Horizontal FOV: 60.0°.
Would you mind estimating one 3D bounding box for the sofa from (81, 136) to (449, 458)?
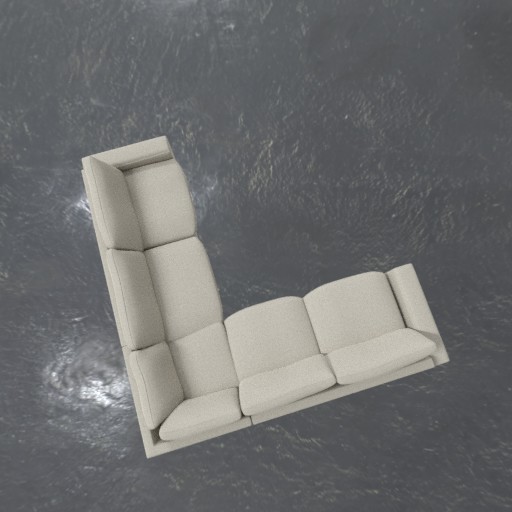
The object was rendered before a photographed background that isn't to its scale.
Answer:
[{"bbox_3d":[0.000,0.000,4.740,3.066,0.918,3.206,-16,77,-4],"label":"sofa"}]
